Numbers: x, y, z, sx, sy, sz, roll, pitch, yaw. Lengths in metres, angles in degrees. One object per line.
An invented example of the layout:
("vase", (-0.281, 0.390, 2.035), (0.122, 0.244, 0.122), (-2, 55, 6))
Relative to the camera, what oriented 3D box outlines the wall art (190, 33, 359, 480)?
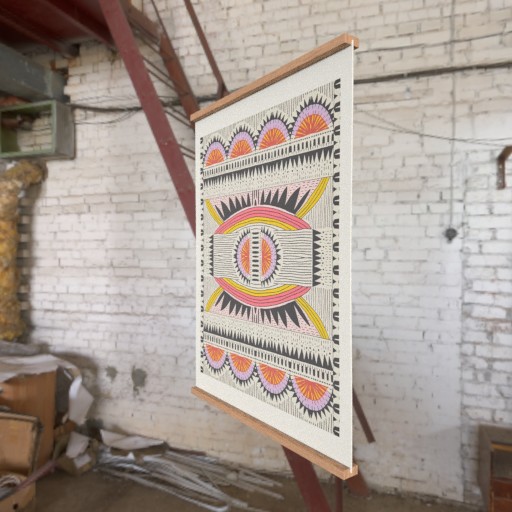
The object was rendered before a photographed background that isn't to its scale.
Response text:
("wall art", (0.000, 0.000, 0.796), (0.028, 0.609, 0.456), (-1, 1, -36))
